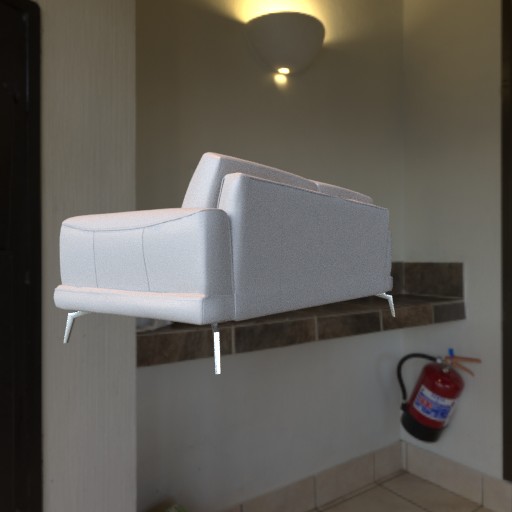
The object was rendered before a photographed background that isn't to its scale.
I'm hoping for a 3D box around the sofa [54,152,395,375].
[{"bbox_3d":[0.000,0.000,2.841,1.121,0.930,2.177,0,0,36],"label":"sofa"}]
